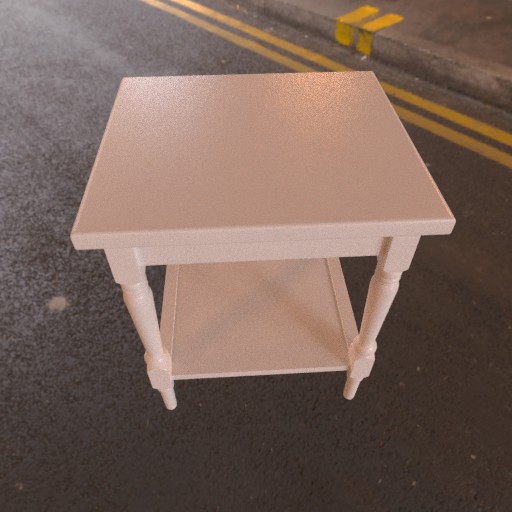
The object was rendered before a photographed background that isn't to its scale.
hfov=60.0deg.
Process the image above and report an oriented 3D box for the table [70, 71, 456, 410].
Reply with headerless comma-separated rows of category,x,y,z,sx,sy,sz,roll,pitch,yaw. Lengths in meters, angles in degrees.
table,0.000,0.000,0.910,0.488,0.565,0.442,-2,46,-2
